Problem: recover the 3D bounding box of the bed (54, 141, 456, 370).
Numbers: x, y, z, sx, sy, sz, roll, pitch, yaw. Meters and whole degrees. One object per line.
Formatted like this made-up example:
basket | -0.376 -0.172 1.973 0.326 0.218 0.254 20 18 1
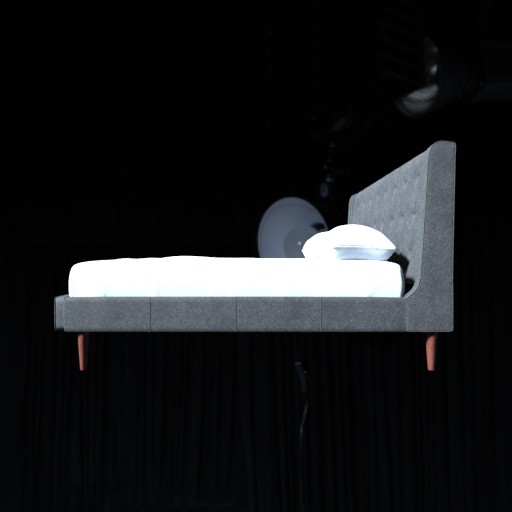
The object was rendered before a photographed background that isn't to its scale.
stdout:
bed | 0.000 0.000 2.550 1.638 0.933 1.531 0 0 0
